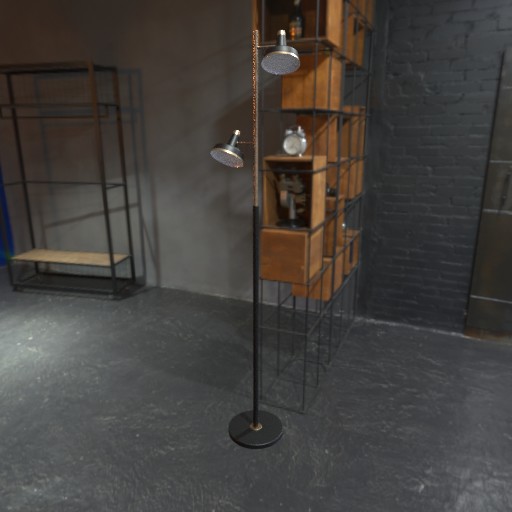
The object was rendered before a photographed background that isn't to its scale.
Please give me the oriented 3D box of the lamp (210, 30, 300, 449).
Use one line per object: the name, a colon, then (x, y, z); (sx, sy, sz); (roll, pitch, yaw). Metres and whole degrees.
lamp: (0.000, 0.000, 1.814); (0.351, 1.674, 0.253); (8, 18, 25)
